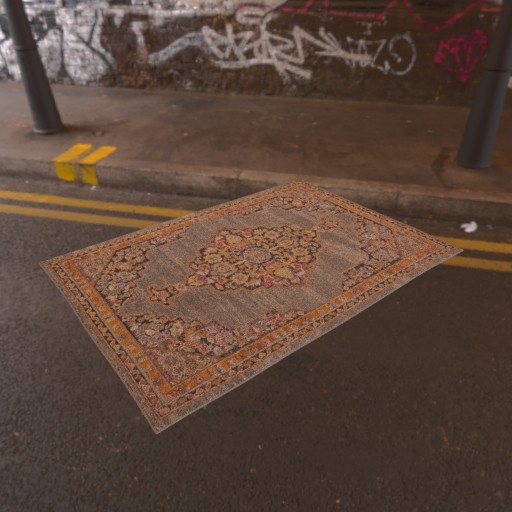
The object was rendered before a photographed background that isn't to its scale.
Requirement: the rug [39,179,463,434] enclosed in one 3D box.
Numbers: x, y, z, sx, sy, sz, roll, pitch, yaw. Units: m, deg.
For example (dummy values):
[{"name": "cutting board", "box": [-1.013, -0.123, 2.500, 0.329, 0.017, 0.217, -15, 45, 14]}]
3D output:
[{"name": "rug", "box": [0.000, 0.000, 3.679, 2.901, 0.026, 2.043, -23, 38, -32]}]
